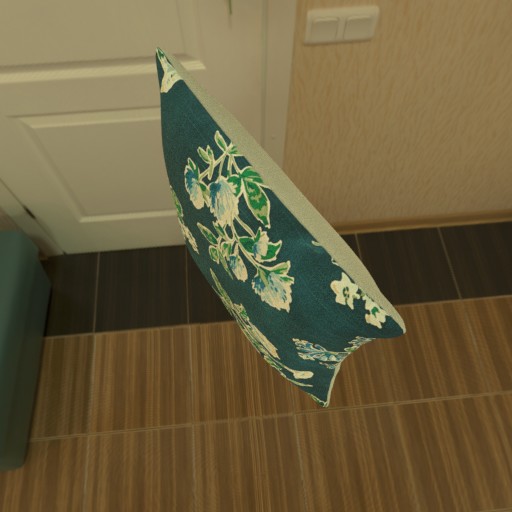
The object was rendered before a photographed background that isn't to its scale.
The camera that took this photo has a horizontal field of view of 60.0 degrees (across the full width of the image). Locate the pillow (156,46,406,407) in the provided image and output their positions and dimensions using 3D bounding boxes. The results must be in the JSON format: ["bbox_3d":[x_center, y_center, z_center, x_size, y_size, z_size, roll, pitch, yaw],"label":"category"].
[{"bbox_3d":[0.000,0.000,0.775,0.166,0.508,0.525,-32,68,-15],"label":"pillow"}]
